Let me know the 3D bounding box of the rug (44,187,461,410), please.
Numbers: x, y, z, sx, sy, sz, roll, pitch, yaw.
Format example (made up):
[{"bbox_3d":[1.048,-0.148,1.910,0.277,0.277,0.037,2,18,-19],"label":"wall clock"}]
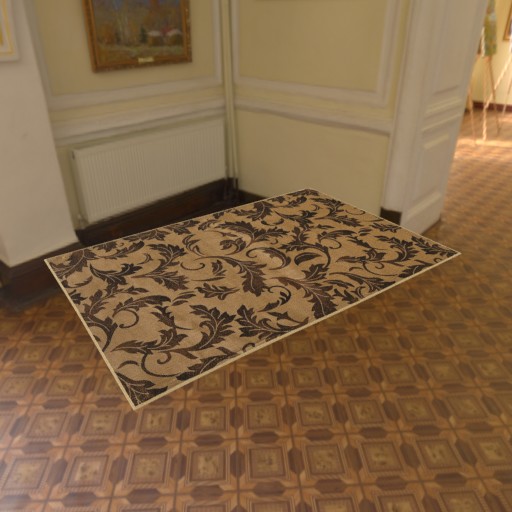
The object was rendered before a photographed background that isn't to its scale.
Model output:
[{"bbox_3d":[0.000,0.000,2.902,2.284,0.008,1.522,-19,34,-30],"label":"rug"}]
